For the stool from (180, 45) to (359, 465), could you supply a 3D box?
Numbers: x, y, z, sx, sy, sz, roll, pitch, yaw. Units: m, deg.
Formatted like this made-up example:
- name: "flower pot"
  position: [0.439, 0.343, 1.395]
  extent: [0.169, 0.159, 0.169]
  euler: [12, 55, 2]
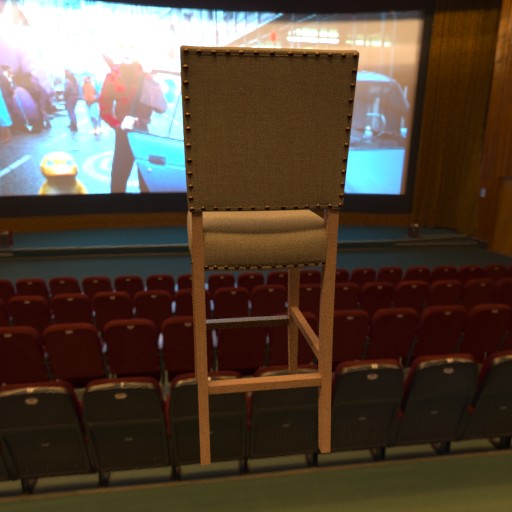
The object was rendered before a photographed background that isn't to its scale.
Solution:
- name: "stool"
  position: [0.000, 0.000, 1.461]
  extent: [0.445, 1.173, 0.585]
  euler: [-2, 15, -8]
